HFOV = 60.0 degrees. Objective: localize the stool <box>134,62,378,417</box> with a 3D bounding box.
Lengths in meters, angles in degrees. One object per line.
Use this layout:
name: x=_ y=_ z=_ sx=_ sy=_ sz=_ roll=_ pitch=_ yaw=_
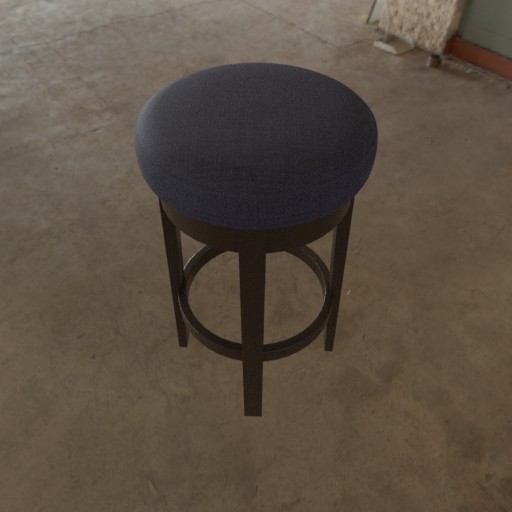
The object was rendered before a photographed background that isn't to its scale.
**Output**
stool: x=0.000 y=0.000 z=1.031 sx=0.446 sy=0.758 sz=0.446 roll=0 pitch=47 yaw=0
